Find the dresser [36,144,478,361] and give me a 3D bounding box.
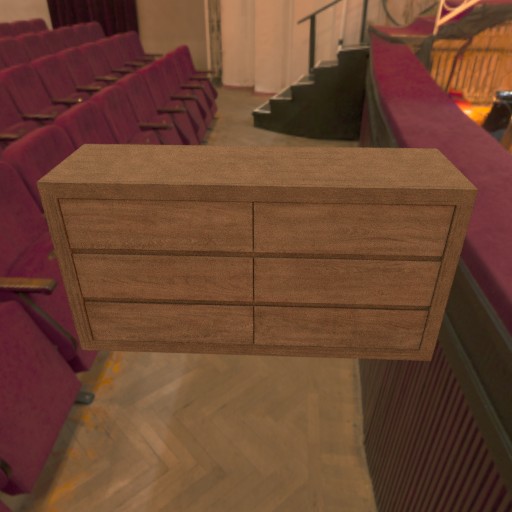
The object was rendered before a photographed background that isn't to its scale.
[{"bbox_3d":[0.000,0.000,2.063,1.628,0.889,0.483,1,31,2],"label":"dresser"}]
